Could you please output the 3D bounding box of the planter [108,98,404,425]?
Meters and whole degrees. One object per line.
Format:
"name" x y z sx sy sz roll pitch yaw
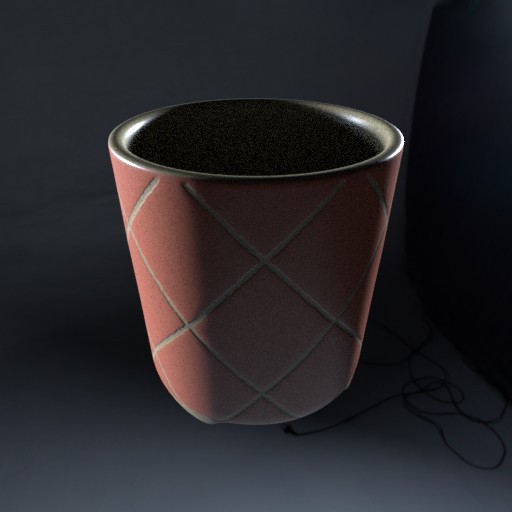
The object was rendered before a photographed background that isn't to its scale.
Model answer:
"planter" 0.000 0.000 0.347 0.191 0.200 0.191 0 31 0
